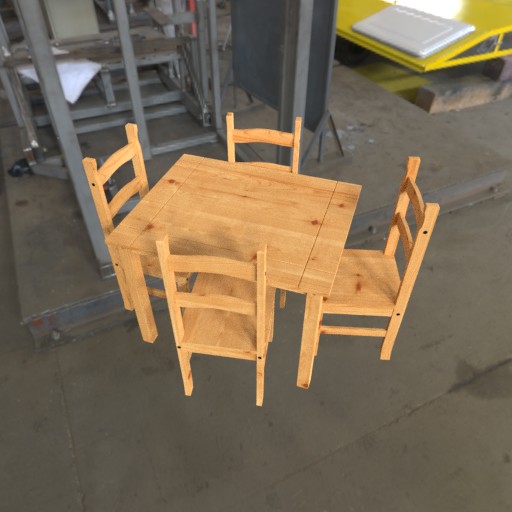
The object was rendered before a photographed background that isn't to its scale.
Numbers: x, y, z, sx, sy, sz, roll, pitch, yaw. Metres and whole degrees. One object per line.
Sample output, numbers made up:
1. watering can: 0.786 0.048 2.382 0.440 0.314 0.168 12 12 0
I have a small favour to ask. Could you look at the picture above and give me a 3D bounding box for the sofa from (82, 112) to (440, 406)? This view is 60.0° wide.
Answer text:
1. sofa: 0.000 0.000 2.238 1.529 1.000 1.144 13 44 14
